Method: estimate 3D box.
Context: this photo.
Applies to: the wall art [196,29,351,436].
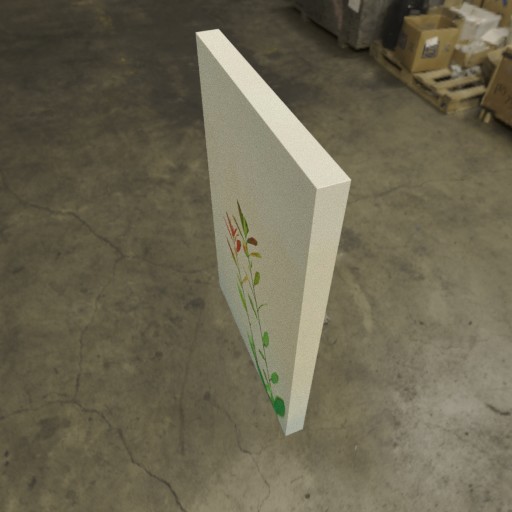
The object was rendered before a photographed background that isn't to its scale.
[{"bbox_3d":[0.000,0.000,0.777,0.038,0.611,0.408,-16,49,-14],"label":"wall art"}]
